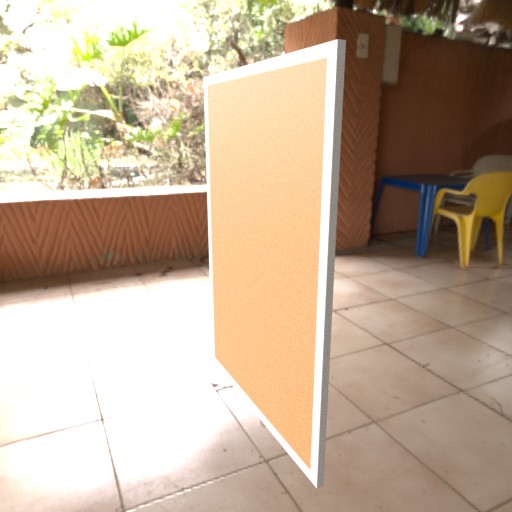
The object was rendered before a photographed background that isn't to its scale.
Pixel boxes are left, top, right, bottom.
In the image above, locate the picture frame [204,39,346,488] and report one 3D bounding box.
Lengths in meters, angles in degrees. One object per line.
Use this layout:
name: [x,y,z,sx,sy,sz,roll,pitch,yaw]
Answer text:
picture frame: [0.000,0.000,0.819,0.013,0.657,0.457,-8,18,-26]
